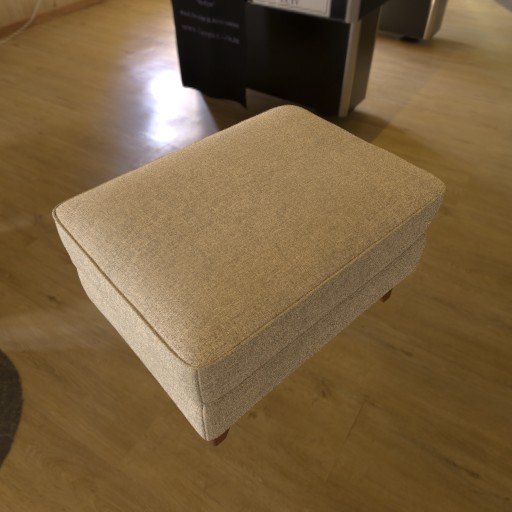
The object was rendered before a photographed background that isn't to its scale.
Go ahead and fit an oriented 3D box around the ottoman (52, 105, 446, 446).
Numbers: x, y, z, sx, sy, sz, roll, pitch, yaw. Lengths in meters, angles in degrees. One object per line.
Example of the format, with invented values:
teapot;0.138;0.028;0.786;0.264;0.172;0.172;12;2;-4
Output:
ottoman;0.000;0.000;1.328;0.889;0.561;0.661;-33;54;-28
